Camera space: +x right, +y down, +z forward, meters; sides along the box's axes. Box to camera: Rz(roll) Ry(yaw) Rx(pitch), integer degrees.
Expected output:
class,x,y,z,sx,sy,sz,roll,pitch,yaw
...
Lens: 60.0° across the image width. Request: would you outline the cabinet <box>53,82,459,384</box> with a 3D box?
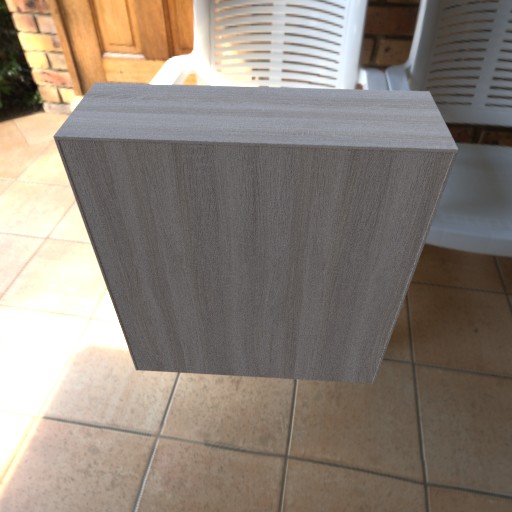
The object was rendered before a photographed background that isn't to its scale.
class,x,y,z,sx,sy,sz,roll,pitch,yaw
cabinet,0.000,0.000,2.981,1.870,2.060,0.620,3,44,3
